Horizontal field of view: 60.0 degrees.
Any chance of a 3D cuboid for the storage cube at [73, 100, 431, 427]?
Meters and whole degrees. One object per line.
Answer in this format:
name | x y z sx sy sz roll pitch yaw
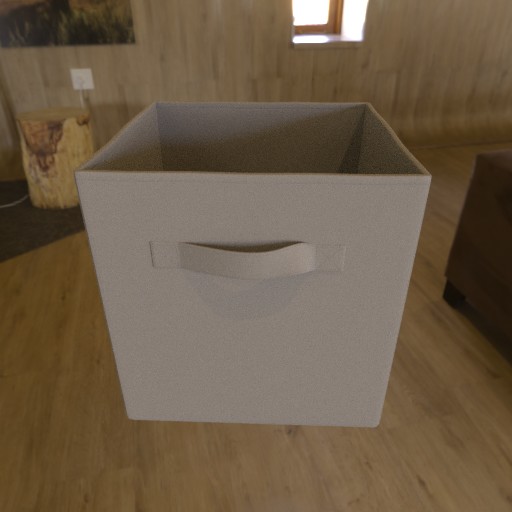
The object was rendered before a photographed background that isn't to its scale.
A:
storage cube | 0.000 0.000 0.497 0.270 0.280 0.270 1 31 2
